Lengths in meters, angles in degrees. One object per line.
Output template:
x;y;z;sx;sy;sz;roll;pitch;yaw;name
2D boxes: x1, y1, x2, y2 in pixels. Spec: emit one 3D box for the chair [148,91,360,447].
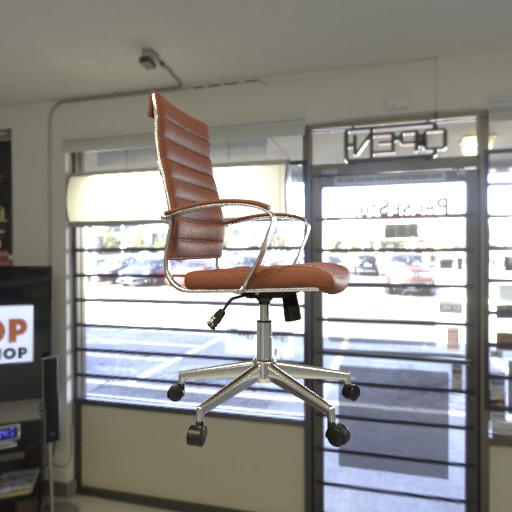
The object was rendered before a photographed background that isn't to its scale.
0.000;0.000;1.656;0.739;1.149;0.766;0;1;18;chair
